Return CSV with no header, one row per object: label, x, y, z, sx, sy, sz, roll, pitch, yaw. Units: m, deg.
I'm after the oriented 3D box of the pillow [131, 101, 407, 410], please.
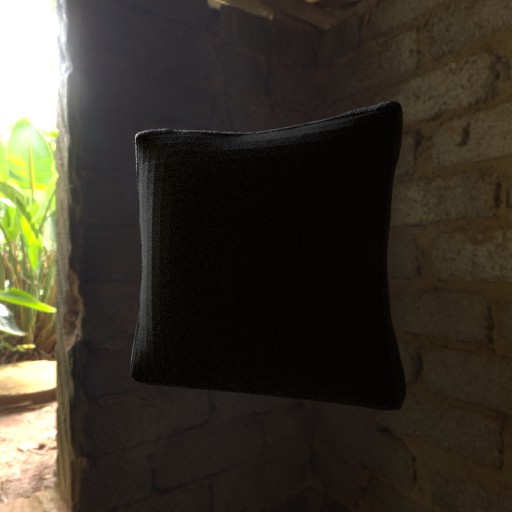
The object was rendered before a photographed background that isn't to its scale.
pillow,0.000,0.000,0.829,0.533,0.523,0.210,0,0,18
